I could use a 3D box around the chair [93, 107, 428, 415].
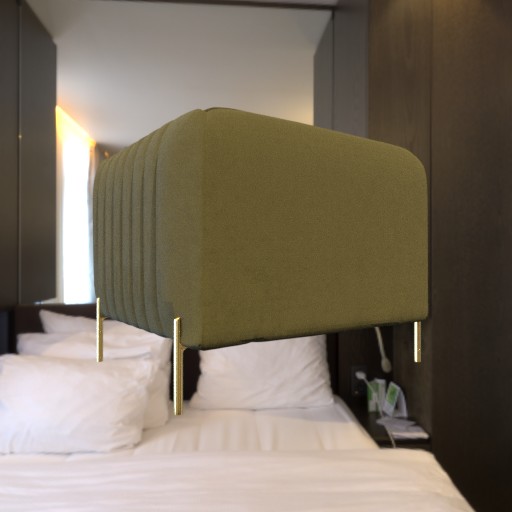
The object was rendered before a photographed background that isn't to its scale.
[{"bbox_3d":[0.000,0.000,1.688,1.032,0.794,0.877,0,0,-35],"label":"chair"}]
